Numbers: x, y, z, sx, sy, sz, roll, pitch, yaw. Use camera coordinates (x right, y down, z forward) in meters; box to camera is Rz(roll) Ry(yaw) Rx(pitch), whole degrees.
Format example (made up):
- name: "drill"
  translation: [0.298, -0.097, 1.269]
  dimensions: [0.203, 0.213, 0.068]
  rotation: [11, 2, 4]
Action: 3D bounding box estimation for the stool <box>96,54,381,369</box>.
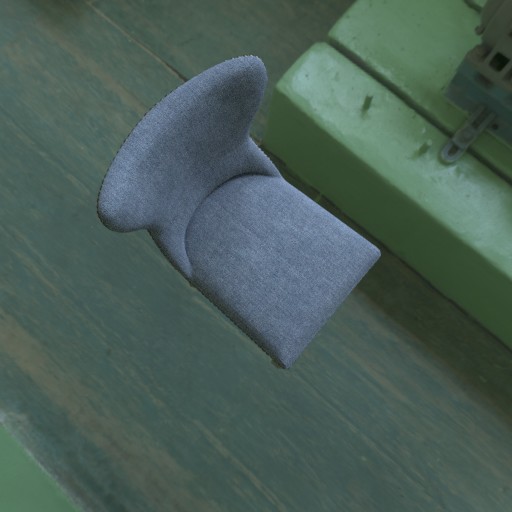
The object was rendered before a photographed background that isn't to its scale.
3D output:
- name: "stool"
  translation: [0.000, 0.000, 1.419]
  dimensions: [0.606, 1.123, 0.494]
  rotation: [40, 80, 9]
